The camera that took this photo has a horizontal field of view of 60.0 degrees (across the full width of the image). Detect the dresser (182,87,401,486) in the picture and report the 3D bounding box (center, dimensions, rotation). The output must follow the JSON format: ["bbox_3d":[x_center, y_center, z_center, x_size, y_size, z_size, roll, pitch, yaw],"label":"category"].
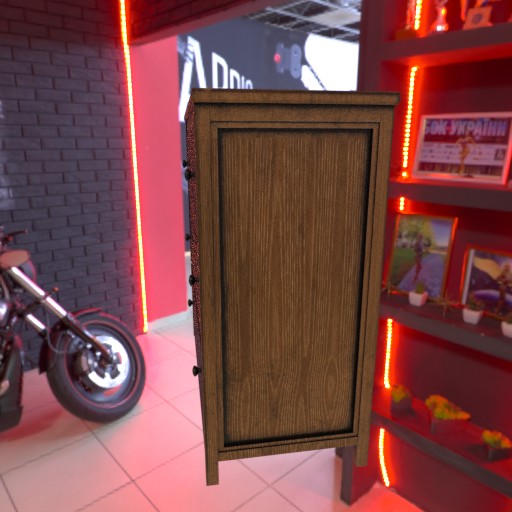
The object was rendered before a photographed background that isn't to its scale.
[{"bbox_3d":[0.000,0.000,1.913,0.591,1.224,1.250,-2,15,-9],"label":"dresser"}]
